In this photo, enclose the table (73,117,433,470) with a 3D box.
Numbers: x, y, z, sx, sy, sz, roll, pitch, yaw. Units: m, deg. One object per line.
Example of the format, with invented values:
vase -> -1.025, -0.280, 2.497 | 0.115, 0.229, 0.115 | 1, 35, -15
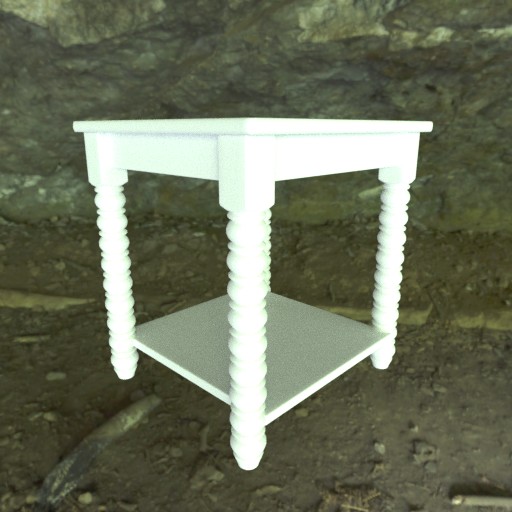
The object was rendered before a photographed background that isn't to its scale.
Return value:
table -> 0.000, 0.000, 0.967 | 0.500, 0.563, 0.533 | 15, 22, 42
